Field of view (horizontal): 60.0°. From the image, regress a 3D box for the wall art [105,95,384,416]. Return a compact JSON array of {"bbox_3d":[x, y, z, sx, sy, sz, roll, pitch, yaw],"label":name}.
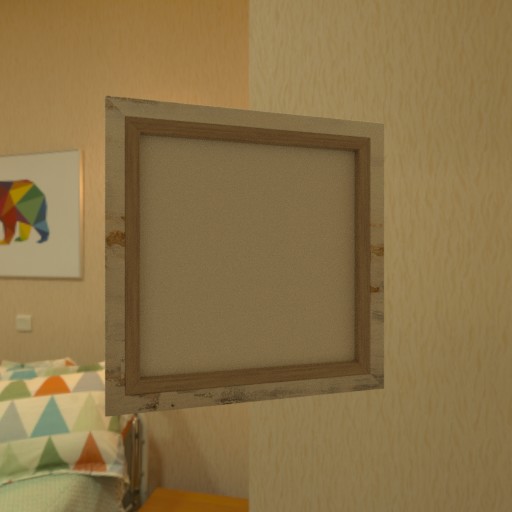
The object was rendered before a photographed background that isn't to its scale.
[{"bbox_3d":[0.000,0.000,1.168,0.753,0.755,0.038,0,0,-17],"label":"wall art"}]
